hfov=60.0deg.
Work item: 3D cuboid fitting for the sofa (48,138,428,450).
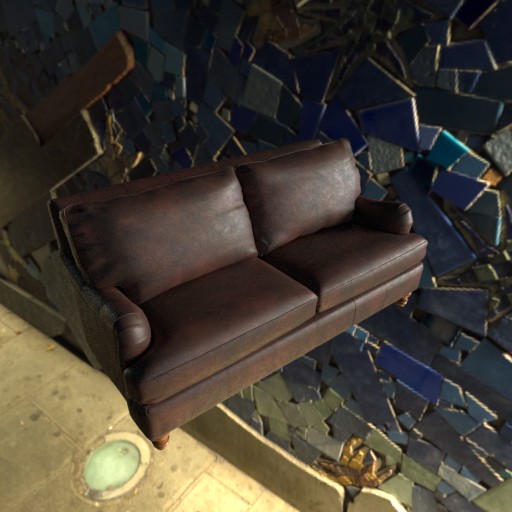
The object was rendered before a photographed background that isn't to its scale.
[{"bbox_3d":[0.000,0.000,2.794,2.144,1.071,1.147,-21,36,-32],"label":"sofa"}]
